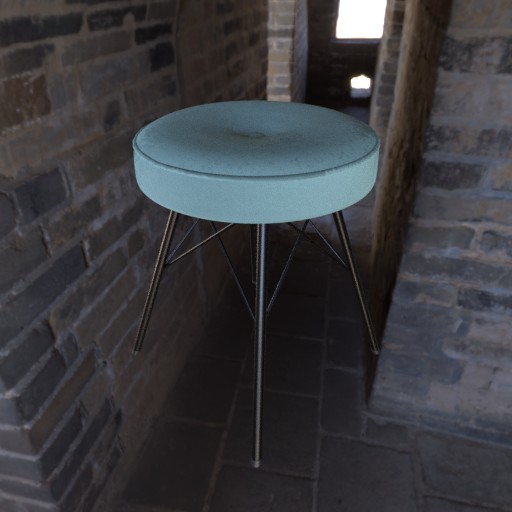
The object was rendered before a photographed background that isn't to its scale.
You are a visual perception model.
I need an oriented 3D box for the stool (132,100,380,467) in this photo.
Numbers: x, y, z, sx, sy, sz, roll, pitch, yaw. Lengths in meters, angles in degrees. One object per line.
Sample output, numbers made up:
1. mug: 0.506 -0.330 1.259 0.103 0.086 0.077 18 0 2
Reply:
1. stool: 0.000 0.000 0.872 0.458 0.519 0.457 -22 38 -30
